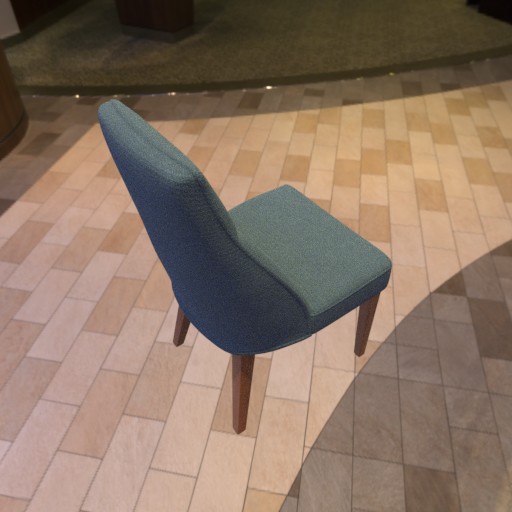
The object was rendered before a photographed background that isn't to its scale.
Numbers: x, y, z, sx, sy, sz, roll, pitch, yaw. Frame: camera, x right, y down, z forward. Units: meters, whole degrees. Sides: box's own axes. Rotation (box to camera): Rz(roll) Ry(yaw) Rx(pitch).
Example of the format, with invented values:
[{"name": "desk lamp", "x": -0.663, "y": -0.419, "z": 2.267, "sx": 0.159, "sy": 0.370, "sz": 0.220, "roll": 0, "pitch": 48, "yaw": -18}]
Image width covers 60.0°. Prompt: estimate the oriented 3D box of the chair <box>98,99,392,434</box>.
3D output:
[{"name": "chair", "x": 0.000, "y": 0.000, "z": 1.257, "sx": 0.620, "sy": 0.930, "sz": 0.500, "roll": -26, "pitch": 48, "yaw": -25}]
